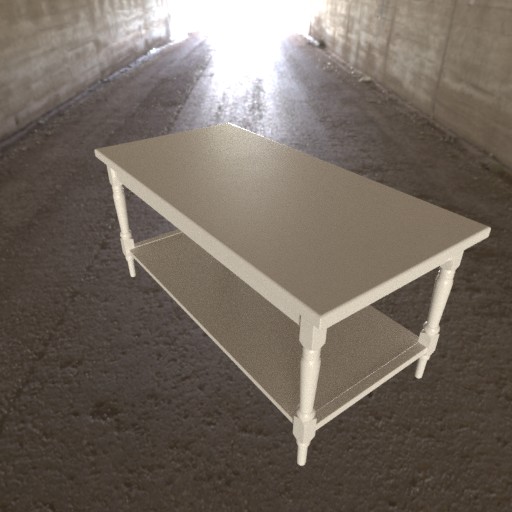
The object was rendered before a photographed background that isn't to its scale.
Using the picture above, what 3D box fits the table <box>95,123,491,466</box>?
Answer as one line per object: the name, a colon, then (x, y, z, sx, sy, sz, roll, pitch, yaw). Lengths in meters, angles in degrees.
table: (0.000, 0.000, 1.408, 0.550, 0.510, 1.107, -22, 38, -30)
